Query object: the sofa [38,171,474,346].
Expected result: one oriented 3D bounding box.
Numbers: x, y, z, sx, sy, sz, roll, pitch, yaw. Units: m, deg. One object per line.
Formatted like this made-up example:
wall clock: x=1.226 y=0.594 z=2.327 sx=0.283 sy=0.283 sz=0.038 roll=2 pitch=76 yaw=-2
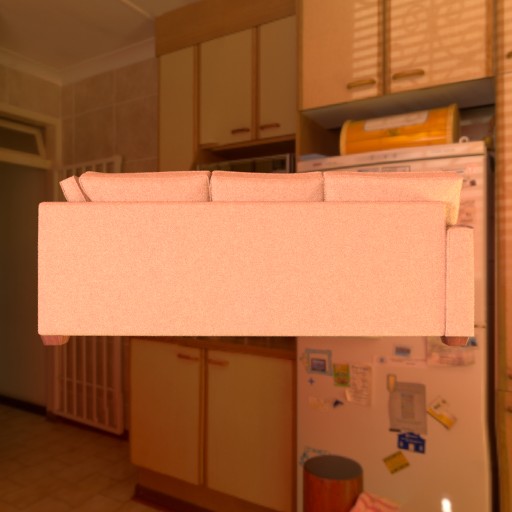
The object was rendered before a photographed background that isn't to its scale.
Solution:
sofa: x=0.000 y=0.000 z=2.849 sx=2.317 sy=0.962 sz=1.061 roll=0 pitch=0 yaw=1
